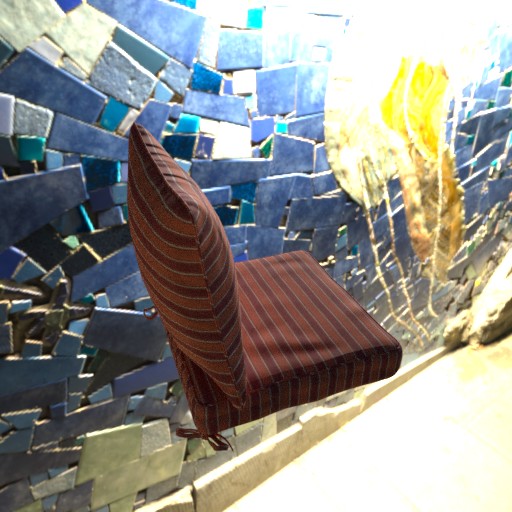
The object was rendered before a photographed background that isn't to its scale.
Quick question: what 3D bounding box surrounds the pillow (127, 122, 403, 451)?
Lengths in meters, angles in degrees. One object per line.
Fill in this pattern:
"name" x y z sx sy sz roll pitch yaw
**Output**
"pillow" 0.000 0.000 1.400 0.733 0.723 0.799 -11 31 -18
